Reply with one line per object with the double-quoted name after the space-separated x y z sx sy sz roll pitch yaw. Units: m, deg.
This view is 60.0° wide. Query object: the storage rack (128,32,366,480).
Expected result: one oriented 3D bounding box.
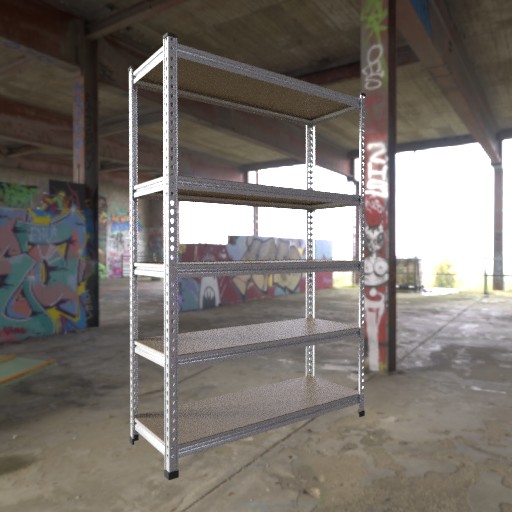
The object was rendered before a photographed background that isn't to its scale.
0.000 0.000 2.348 1.219 1.829 0.457 -1 1 -36 "storage rack"
